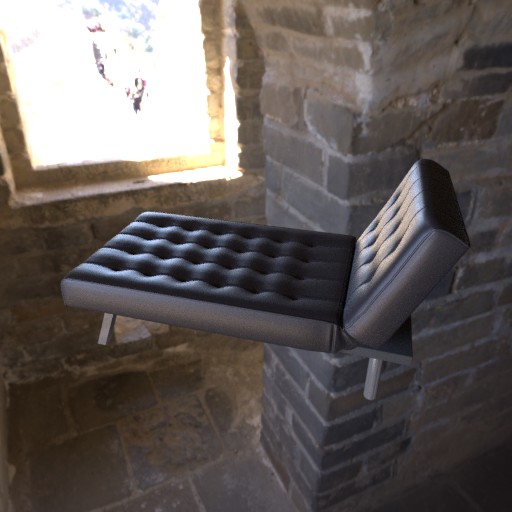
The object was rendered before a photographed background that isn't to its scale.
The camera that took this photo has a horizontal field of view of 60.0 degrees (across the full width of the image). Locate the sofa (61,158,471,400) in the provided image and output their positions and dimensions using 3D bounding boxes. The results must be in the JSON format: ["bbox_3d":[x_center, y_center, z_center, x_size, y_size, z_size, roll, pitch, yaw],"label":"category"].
[{"bbox_3d":[0.000,0.000,2.004,1.560,0.820,0.760,8,30,14],"label":"sofa"}]
